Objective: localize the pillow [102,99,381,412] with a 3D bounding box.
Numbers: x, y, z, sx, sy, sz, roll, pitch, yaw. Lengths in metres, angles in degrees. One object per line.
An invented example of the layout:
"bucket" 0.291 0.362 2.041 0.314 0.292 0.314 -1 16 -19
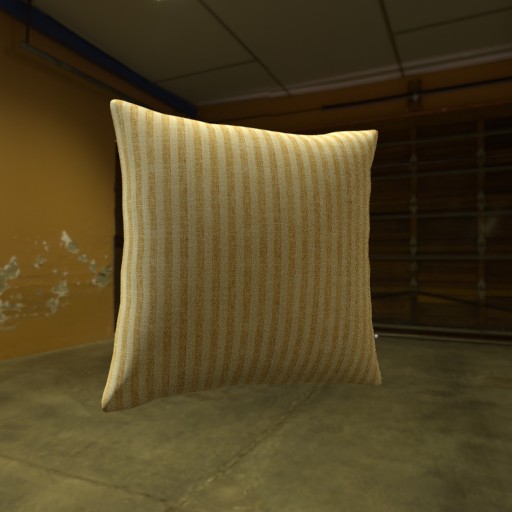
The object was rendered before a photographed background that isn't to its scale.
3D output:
"pillow" 0.000 0.000 0.641 0.419 0.407 0.173 0 -1 -19
